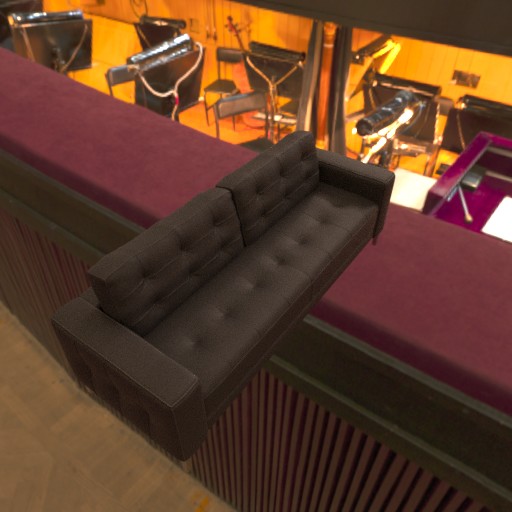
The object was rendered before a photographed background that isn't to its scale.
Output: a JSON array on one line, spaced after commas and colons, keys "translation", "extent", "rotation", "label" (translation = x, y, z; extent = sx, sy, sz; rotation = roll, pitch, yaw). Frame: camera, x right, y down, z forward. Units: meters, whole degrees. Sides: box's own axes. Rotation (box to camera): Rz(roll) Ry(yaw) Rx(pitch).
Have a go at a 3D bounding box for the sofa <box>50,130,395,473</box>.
[{"translation": [0.000, 0.000, 2.725], "extent": [0.833, 0.893, 2.275], "rotation": [26, 47, 26], "label": "sofa"}]
